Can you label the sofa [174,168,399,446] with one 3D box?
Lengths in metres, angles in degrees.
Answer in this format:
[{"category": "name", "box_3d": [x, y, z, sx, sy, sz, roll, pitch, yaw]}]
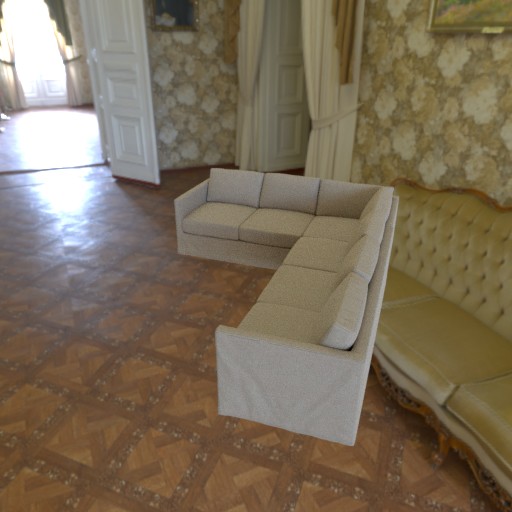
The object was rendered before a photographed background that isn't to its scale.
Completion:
[{"category": "sofa", "box_3d": [0.000, 0.000, 4.283, 2.432, 0.871, 3.182, 9, 27, 18]}]
